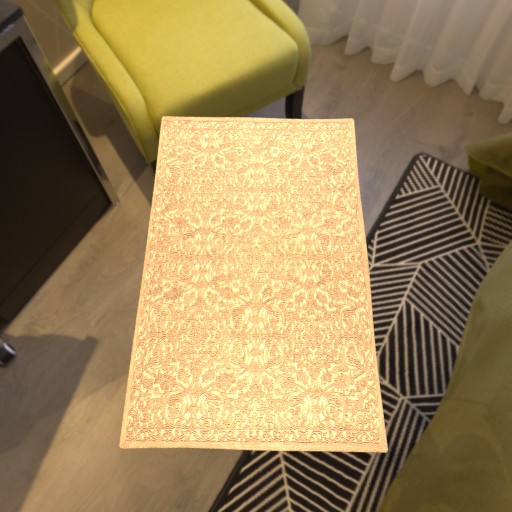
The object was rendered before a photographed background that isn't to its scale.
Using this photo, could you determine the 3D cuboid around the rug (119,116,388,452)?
[{"bbox_3d":[0.000,0.000,3.027,1.529,0.012,2.435,1,65,0],"label":"rug"}]
